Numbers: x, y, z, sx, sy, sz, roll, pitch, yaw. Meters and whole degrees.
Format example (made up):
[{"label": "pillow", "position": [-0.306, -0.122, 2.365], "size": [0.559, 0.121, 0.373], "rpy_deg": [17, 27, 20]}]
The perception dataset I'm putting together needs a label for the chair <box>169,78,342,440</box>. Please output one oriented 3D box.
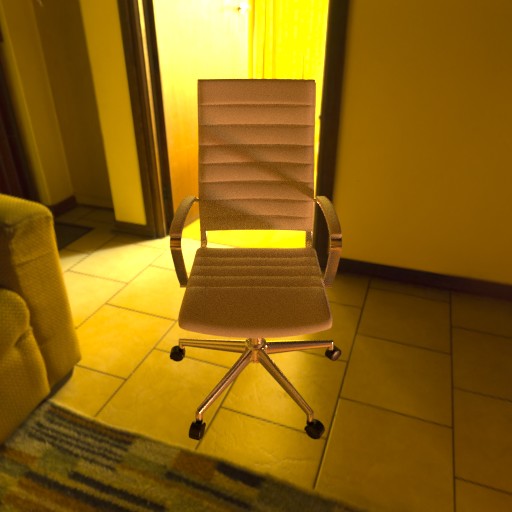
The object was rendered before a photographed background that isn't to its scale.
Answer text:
[{"label": "chair", "position": [0.000, 0.000, 1.646], "size": [0.766, 1.149, 0.739], "rpy_deg": [0, 29, 0]}]
